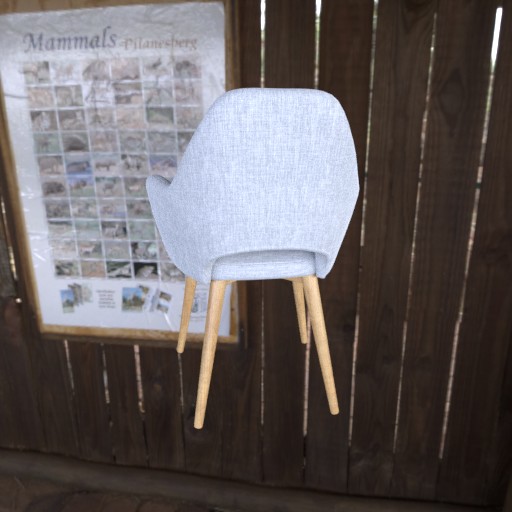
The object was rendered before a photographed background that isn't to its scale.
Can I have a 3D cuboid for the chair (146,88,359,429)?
[{"bbox_3d":[0.000,0.000,1.258,0.590,0.840,0.610,-3,15,-9],"label":"chair"}]
